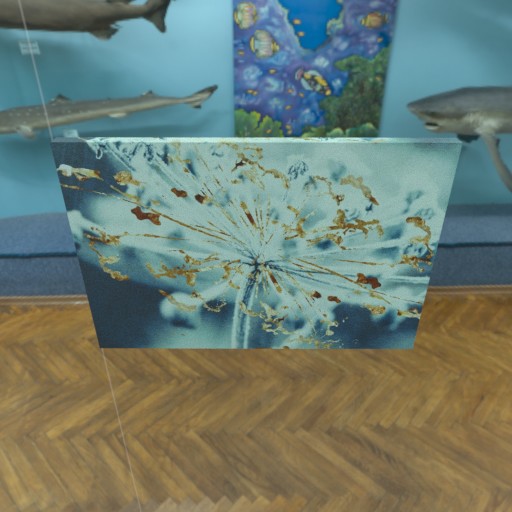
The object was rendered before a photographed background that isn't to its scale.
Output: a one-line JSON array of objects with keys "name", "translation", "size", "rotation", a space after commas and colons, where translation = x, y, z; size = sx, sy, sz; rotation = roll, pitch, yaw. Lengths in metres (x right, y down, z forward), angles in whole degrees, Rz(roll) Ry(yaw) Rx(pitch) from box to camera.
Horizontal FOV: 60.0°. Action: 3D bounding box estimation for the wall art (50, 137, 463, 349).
[{"name": "wall art", "translation": [0.000, 0.000, 1.152], "size": [0.912, 0.608, 0.038], "rotation": [0, 31, 0]}]
